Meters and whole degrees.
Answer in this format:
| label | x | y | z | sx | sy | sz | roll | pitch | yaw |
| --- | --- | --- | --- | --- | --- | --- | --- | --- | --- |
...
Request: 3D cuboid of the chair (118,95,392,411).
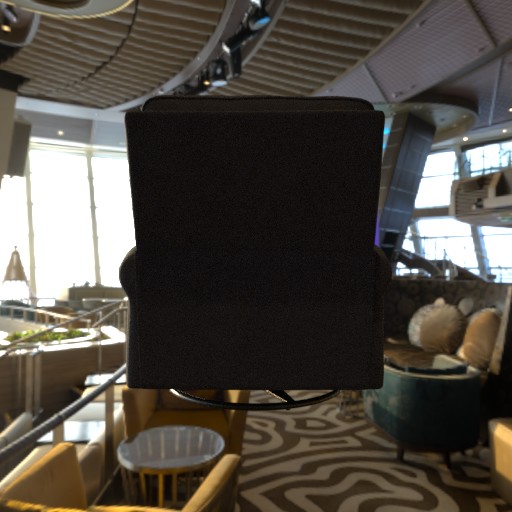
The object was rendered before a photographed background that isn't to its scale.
| label | x | y | z | sx | sy | sz | roll | pitch | yaw |
| --- | --- | --- | --- | --- | --- | --- | --- | --- | --- |
| chair | 0.000 | 0.000 | 1.627 | 0.890 | 0.961 | 0.878 | 0 | -2 | 1 |
